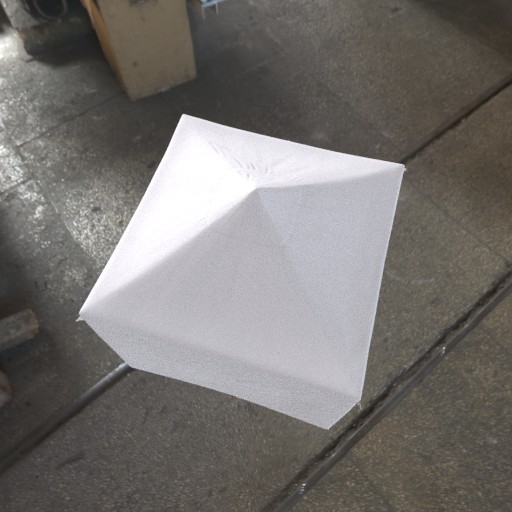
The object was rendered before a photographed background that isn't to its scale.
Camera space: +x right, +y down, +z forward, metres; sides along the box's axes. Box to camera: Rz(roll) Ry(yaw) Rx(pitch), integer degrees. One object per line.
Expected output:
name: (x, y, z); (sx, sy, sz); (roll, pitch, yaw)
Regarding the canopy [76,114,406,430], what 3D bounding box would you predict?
canopy: (0.000, 0.000, 5.575); (3.043, 2.997, 3.121); (15, 63, 8)
